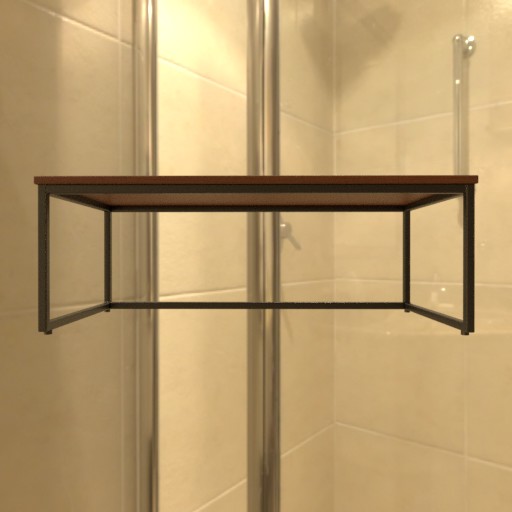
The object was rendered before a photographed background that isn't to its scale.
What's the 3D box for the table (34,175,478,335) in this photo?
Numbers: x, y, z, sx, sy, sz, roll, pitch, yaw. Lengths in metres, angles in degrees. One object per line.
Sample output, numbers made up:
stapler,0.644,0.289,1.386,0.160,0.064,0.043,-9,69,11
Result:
table,0.000,0.000,1.345,1.100,0.400,0.500,0,0,1
